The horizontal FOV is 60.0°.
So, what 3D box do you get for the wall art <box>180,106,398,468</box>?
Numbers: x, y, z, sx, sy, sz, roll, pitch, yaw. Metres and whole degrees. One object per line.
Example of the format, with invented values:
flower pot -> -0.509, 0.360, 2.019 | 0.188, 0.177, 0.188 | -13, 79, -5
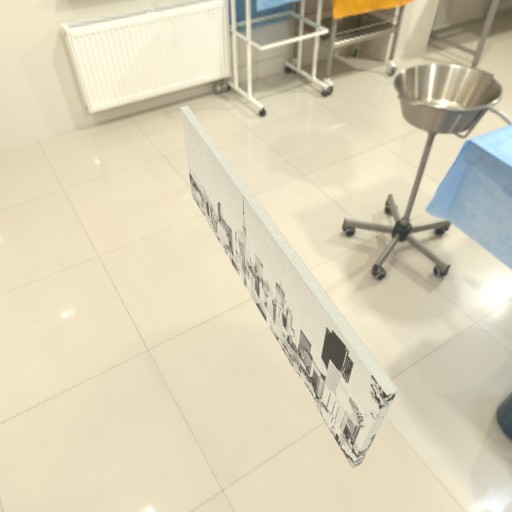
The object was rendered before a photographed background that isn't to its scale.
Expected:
wall art -> 0.000, 0.000, 1.709 | 0.039, 0.507, 1.520 | -19, 49, -17
